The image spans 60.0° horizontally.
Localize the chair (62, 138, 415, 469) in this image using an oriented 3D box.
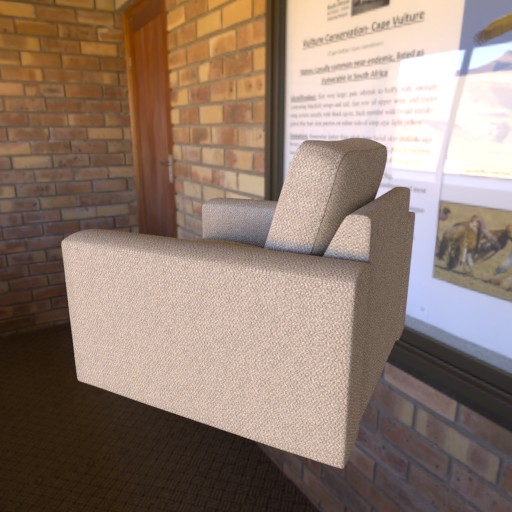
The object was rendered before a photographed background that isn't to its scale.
[{"bbox_3d":[0.000,0.000,1.699,1.016,0.873,1.005,8,18,26],"label":"chair"}]
